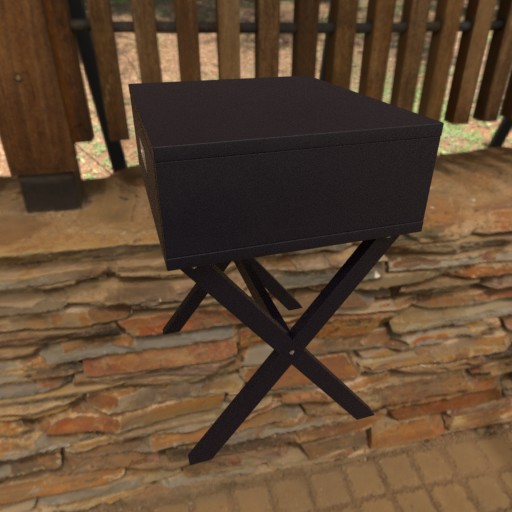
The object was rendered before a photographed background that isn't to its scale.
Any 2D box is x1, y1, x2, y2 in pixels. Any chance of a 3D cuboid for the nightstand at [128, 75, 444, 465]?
[{"bbox_3d":[0.000,0.000,0.920,0.402,0.623,0.479,-9,31,-15],"label":"nightstand"}]
